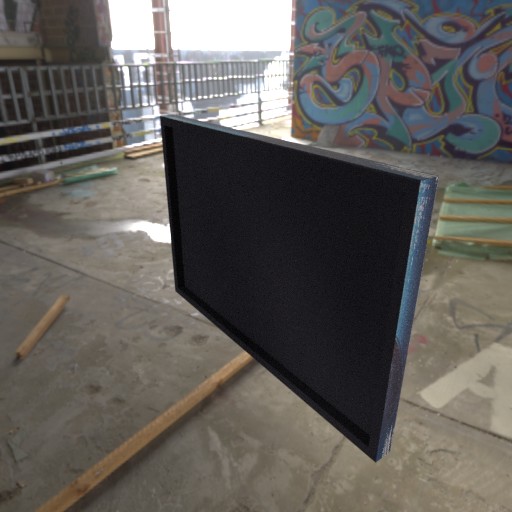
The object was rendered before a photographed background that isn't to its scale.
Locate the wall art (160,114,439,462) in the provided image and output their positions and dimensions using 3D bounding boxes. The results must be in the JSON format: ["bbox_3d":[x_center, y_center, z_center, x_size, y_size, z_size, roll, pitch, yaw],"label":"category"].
[{"bbox_3d":[0.000,0.000,0.768,0.033,0.406,0.609,-17,30,-33],"label":"wall art"}]
